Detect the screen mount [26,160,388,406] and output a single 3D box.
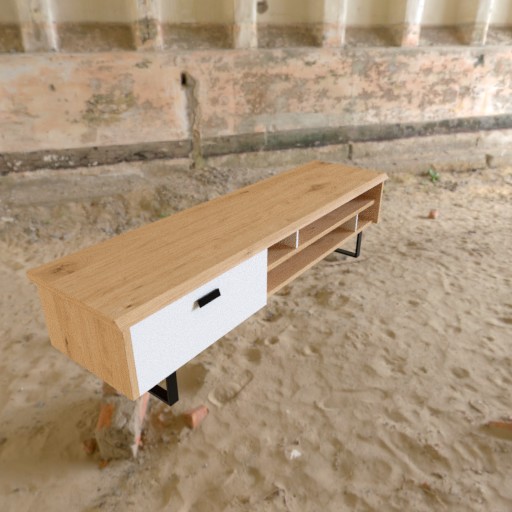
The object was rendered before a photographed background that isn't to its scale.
[{"bbox_3d":[0.000,0.000,1.914,0.450,0.430,1.700,19,32,33],"label":"screen mount"}]
